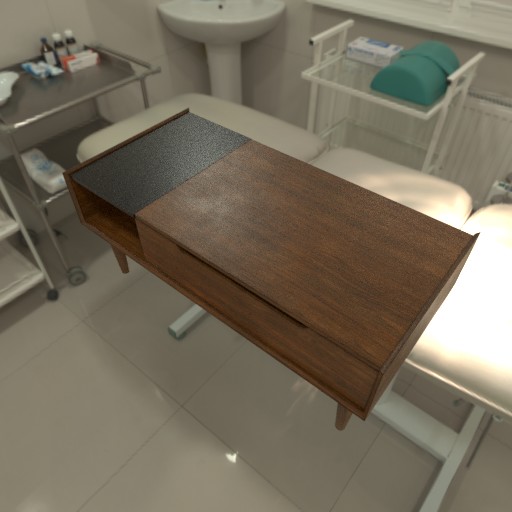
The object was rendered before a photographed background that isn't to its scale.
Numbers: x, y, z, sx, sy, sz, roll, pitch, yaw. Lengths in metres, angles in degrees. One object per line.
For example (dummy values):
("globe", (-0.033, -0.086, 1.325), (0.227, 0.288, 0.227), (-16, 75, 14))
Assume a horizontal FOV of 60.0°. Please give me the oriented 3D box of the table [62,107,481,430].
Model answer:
("table", (0.000, 0.000, 1.597), (1.221, 0.508, 0.610), (30, 53, 26))
